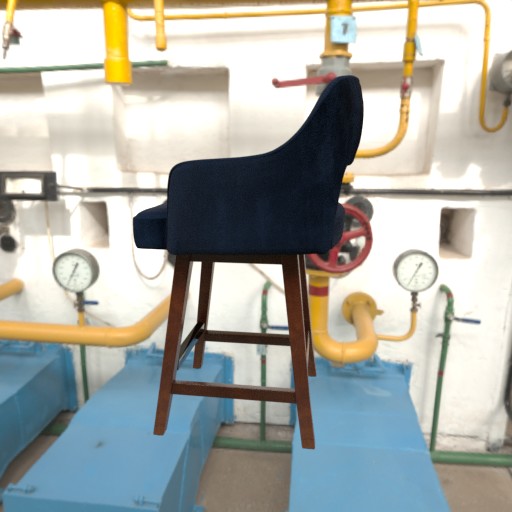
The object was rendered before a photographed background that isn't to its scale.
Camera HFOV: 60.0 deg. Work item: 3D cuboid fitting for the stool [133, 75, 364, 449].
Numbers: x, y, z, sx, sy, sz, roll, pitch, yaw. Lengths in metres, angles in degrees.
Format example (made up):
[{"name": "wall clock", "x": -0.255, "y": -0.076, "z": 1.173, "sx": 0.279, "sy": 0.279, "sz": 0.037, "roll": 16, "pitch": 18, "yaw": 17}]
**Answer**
[{"name": "stool", "x": 0.000, "y": 0.000, "z": 1.286, "sx": 0.560, "sy": 0.940, "sz": 0.550, "roll": 2, "pitch": 13, "yaw": 8}]
